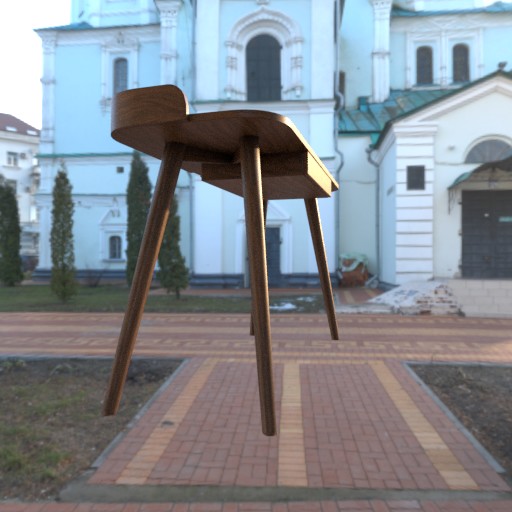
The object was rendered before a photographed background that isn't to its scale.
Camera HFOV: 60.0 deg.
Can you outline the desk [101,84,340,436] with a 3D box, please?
[{"bbox_3d":[0.000,0.000,1.633,0.486,0.800,1.256,0,0,17],"label":"desk"}]
